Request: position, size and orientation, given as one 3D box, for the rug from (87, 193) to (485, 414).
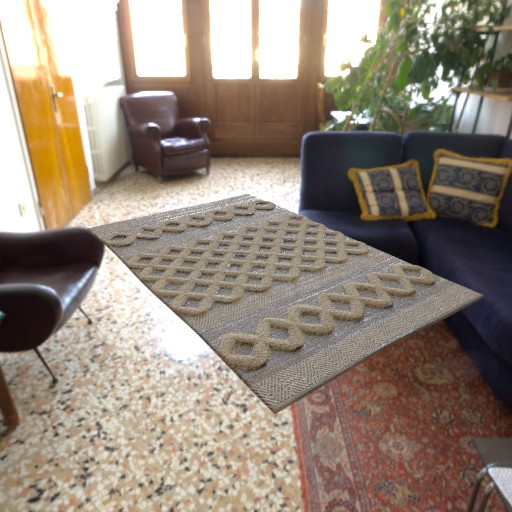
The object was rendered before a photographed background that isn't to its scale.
[{"bbox_3d":[0.000,0.000,2.947,1.513,0.033,2.333,-17,31,-32],"label":"rug"}]
